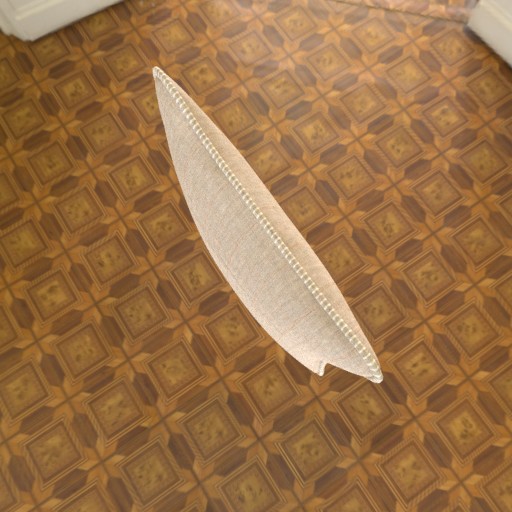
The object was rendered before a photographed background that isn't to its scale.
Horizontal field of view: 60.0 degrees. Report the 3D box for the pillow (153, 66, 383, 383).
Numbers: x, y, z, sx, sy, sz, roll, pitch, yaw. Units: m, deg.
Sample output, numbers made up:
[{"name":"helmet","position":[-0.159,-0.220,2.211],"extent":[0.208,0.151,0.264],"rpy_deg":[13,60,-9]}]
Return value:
[{"name":"pillow","position":[0.000,0.000,0.751],"extent":[0.124,0.494,0.485],"rpy_deg":[-34,78,-8]}]
